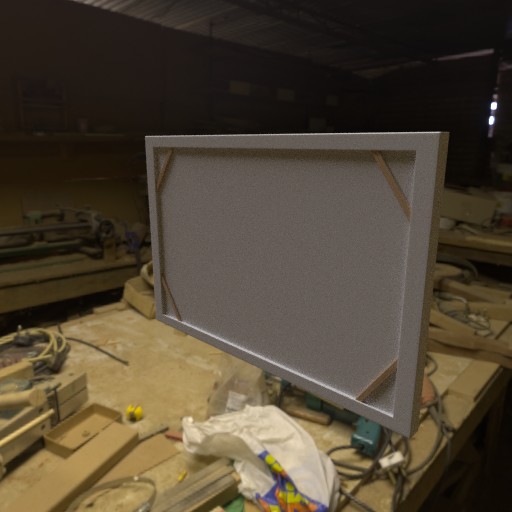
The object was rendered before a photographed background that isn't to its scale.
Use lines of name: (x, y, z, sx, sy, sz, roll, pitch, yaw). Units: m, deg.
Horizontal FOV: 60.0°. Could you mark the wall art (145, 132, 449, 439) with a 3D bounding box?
wall art: (0.000, 0.000, 1.156, 0.914, 0.609, 0.038, 13, 20, 42)
